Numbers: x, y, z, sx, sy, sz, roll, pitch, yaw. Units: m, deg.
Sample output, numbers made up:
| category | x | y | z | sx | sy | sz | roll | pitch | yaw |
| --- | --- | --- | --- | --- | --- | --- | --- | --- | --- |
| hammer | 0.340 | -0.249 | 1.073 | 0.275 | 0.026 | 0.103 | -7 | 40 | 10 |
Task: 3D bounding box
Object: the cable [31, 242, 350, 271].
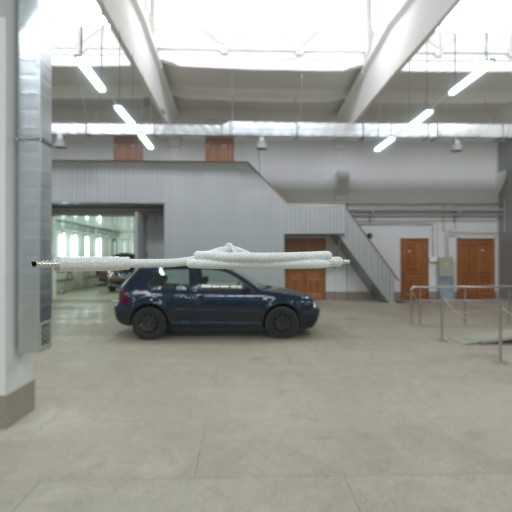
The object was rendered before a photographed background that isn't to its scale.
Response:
| category | x | y | z | sx | sy | sz | roll | pitch | yaw |
| --- | --- | --- | --- | --- | --- | --- | --- | --- | --- |
| cable | 0.000 | 0.000 | 0.215 | 0.186 | 0.014 | 0.070 | 0 | 0 | -37 |
